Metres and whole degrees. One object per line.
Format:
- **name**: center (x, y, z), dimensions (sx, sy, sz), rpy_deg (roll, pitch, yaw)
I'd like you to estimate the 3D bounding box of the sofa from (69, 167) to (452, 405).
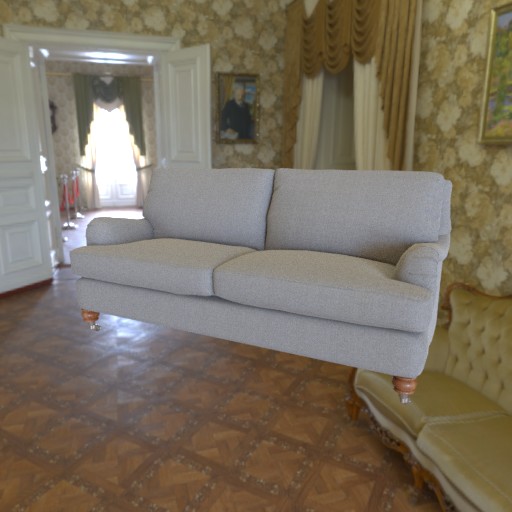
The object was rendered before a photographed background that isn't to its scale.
- **sofa**: center (0.000, 0.000, 2.748), dimensions (2.160, 1.054, 1.087), rpy_deg (6, 15, 26)
